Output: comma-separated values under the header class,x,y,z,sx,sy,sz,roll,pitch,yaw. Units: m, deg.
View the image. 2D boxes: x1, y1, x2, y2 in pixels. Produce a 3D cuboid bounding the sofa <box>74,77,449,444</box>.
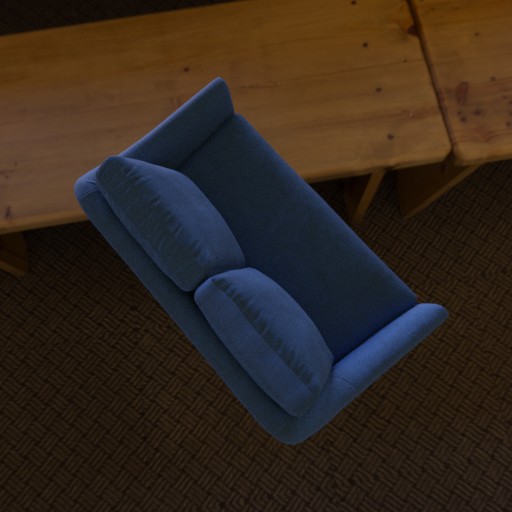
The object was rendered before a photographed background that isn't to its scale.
class,x,y,z,sx,sy,sz,roll,pitch,yaw
sofa,0.000,0.000,2.191,0.960,0.902,1.619,-40,80,-9
